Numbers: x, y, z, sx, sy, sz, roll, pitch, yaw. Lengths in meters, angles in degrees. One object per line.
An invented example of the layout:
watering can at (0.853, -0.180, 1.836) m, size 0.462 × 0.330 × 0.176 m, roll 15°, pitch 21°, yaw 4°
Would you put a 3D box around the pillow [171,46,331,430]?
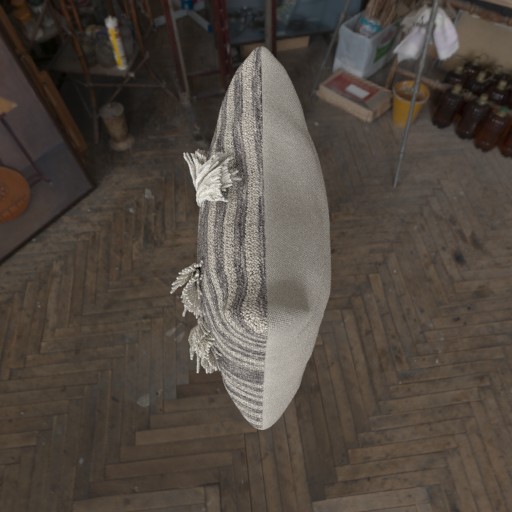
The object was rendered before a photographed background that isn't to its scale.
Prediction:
pillow at (0.000, 0.000, 0.774) m, size 0.234 × 0.490 × 0.484 m, roll 0°, pitch 57°, yaw 0°
